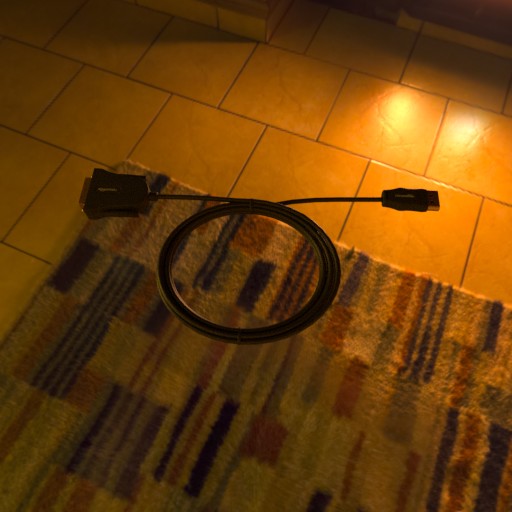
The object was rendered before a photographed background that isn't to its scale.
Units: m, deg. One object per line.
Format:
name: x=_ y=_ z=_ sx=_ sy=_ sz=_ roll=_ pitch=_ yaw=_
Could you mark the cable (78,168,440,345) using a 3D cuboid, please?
cable: x=0.000 y=0.000 z=0.329 sx=0.281 sy=0.015 sz=0.136 roll=3 pitch=64 yaw=2
